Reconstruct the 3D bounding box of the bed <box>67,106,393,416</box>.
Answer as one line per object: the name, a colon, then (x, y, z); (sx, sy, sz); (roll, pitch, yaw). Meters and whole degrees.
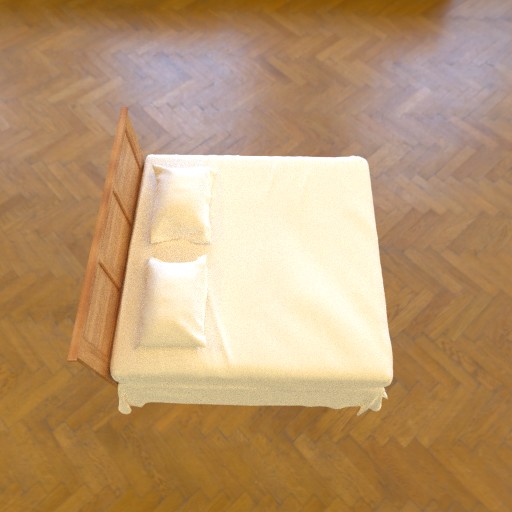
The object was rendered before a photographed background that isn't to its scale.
bed: (0.000, 0.000, 3.591); (2.215, 1.270, 2.317); (1, 63, 1)
